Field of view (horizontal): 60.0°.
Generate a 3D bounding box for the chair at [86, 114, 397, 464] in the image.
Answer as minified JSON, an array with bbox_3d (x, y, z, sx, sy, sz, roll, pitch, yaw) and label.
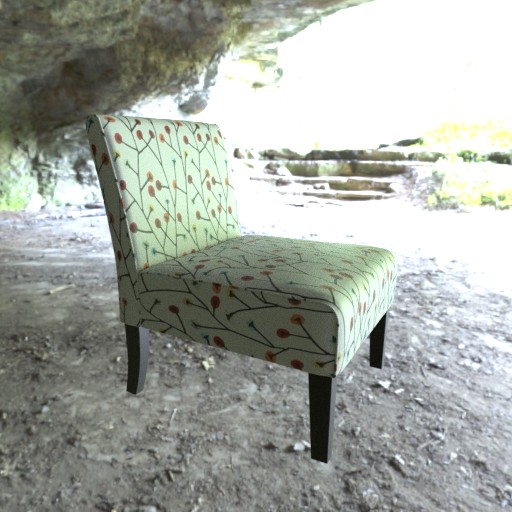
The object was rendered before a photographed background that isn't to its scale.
[{"bbox_3d":[0.000,0.000,1.341,0.732,0.813,0.597,8,16,28],"label":"chair"}]
